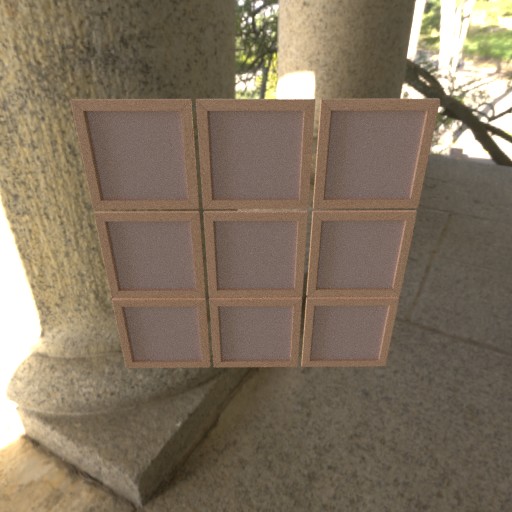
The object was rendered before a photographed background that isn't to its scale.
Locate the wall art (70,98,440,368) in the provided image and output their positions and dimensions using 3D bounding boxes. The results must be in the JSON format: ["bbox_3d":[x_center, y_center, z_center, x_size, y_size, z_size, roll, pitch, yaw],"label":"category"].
[{"bbox_3d":[0.000,0.000,1.775,1.217,1.207,0.016,0,31,0],"label":"wall art"}]
